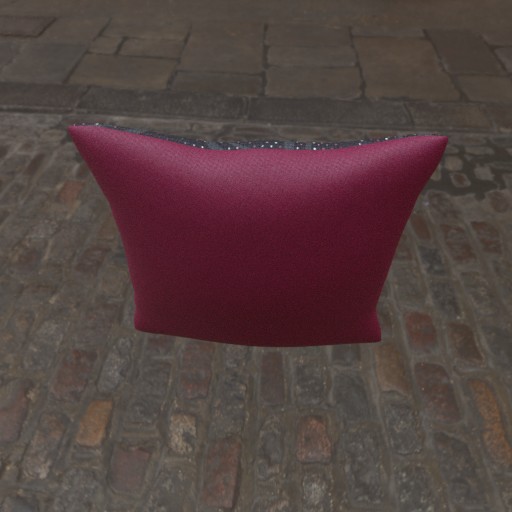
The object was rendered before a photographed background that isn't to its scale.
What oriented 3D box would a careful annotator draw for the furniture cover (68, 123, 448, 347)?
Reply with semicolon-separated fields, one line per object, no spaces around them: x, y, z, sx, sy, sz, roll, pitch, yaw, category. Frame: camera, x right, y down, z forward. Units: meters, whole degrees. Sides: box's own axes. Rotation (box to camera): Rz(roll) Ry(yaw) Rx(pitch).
0.000;0.000;0.812;0.552;0.509;0.193;2;45;2;furniture cover
